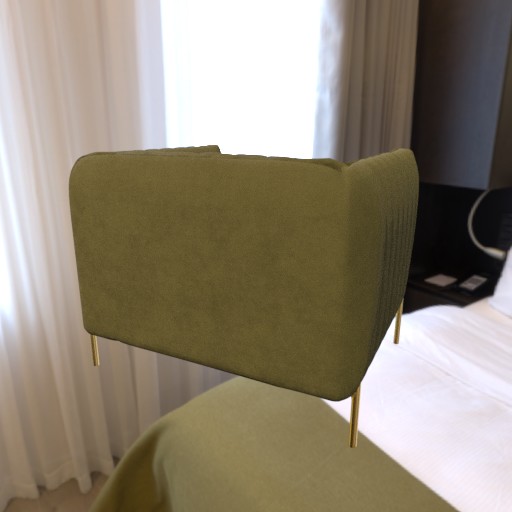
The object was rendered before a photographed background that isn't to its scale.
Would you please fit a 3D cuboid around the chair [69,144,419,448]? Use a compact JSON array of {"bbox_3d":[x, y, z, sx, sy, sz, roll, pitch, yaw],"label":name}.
[{"bbox_3d":[0.000,0.000,1.660,1.032,0.794,0.877,8,18,26],"label":"chair"}]
